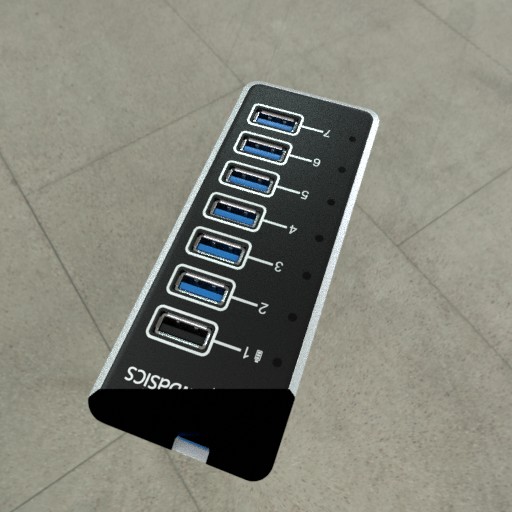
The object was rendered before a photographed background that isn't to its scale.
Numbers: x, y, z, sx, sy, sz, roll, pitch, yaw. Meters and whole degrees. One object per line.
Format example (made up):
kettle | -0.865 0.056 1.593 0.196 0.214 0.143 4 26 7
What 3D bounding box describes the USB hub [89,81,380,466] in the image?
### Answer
USB hub | 0.000 0.000 0.127 0.044 0.023 0.110 18 65 8
